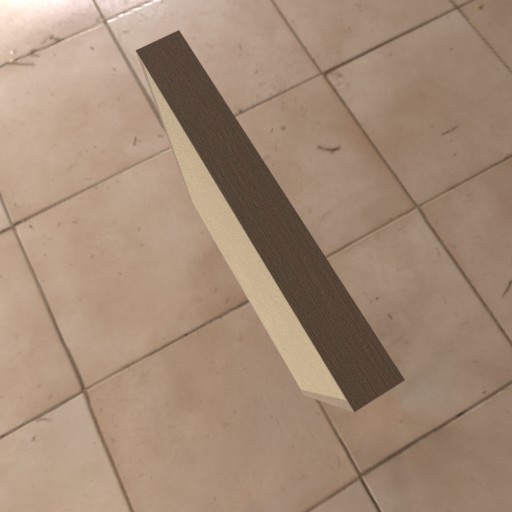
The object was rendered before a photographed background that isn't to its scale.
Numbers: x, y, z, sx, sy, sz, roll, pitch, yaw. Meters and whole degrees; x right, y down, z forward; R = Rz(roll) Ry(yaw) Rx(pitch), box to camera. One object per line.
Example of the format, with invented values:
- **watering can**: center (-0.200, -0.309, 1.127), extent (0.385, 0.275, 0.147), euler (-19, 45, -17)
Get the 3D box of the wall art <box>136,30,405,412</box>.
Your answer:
- **wall art**: center (0.000, 0.000, 0.455), extent (0.038, 0.303, 0.304), euler (-29, 77, -8)
